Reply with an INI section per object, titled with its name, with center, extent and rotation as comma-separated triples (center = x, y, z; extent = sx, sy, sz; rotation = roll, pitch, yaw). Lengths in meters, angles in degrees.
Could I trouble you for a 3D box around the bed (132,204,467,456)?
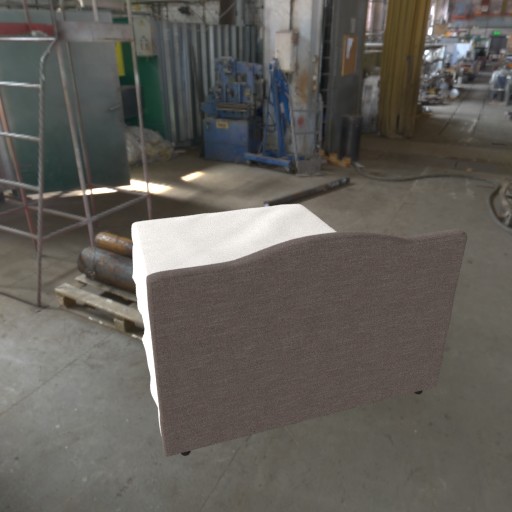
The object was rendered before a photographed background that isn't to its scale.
[bed]
center = 0.000, 0.000, 4.004
extent = 2.161, 1.457, 2.689
rotation = -8, 27, -16
